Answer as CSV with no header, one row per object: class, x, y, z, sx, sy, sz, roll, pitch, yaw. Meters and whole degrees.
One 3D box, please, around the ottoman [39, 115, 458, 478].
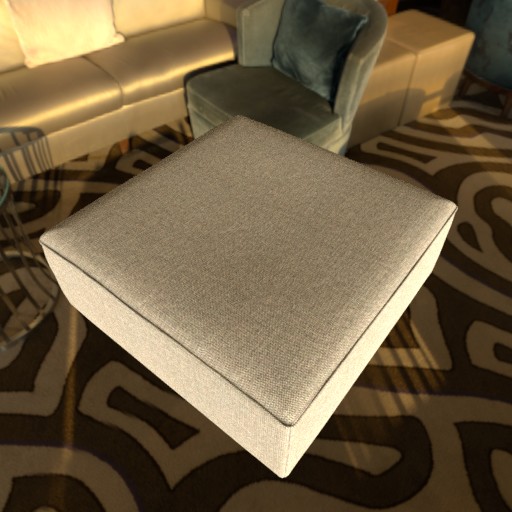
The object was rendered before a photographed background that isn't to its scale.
ottoman,0.000,0.000,1.589,1.017,0.423,1.023,31,54,26
